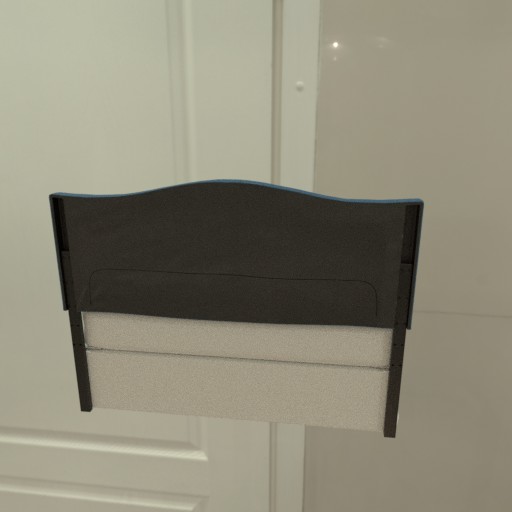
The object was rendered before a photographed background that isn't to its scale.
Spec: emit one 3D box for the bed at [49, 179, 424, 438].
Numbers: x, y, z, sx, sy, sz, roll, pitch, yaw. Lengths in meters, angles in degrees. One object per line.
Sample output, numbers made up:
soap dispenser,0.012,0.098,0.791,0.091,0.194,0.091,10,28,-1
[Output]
bed,0.000,0.000,2.852,1.610,1.169,1.872,2,16,7
